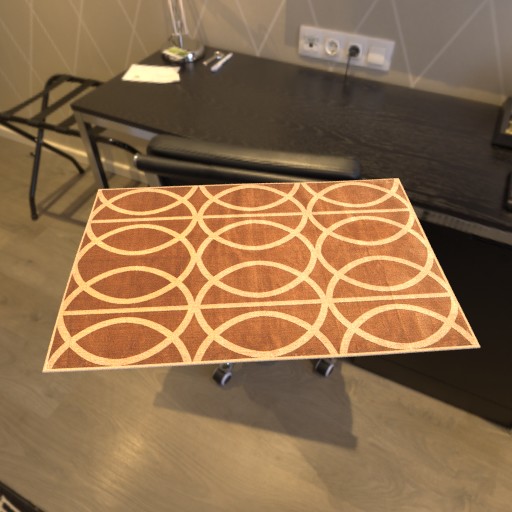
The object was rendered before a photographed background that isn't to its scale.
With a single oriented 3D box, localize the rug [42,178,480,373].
[{"bbox_3d":[0.000,0.000,2.825,2.290,0.014,1.526,-3,46,-3],"label":"rug"}]
